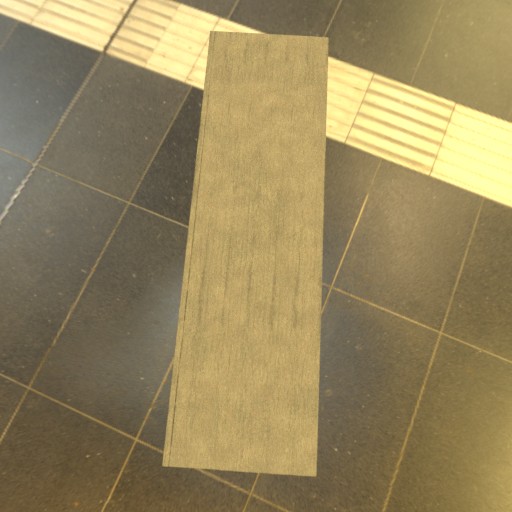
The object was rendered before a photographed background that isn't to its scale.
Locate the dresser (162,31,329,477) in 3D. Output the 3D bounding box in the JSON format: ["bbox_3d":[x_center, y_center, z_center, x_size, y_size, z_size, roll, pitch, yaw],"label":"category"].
[{"bbox_3d":[0.000,0.000,2.014,0.483,0.889,1.628,4,75,1],"label":"dresser"}]
